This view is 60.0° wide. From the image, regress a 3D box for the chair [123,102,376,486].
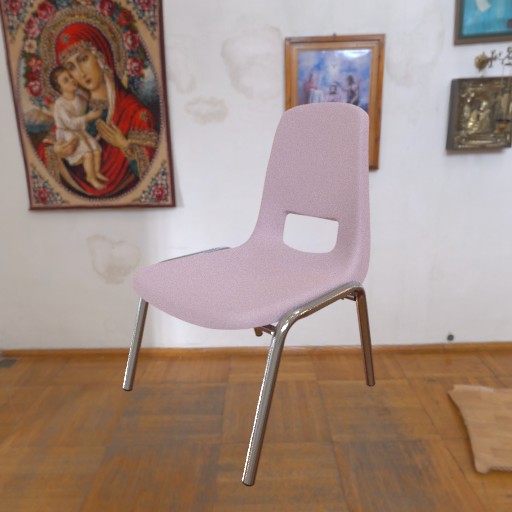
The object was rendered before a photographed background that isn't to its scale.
[{"bbox_3d":[0.000,0.000,0.797,0.354,0.536,0.385,15,22,43],"label":"chair"}]
